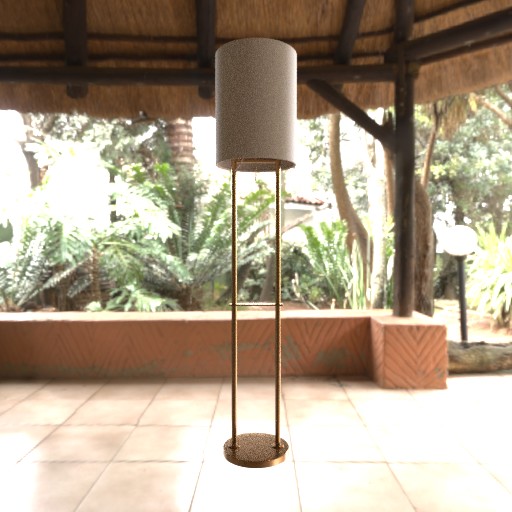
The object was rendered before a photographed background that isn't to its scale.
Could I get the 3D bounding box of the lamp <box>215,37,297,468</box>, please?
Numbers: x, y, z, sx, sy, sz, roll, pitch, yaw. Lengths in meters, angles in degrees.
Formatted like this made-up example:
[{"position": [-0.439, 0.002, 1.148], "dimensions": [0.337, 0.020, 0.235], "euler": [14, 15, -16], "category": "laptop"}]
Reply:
[{"position": [0.000, 0.000, 1.680], "dimensions": [0.306, 1.500, 0.305], "euler": [0, 1, 0], "category": "lamp"}]
